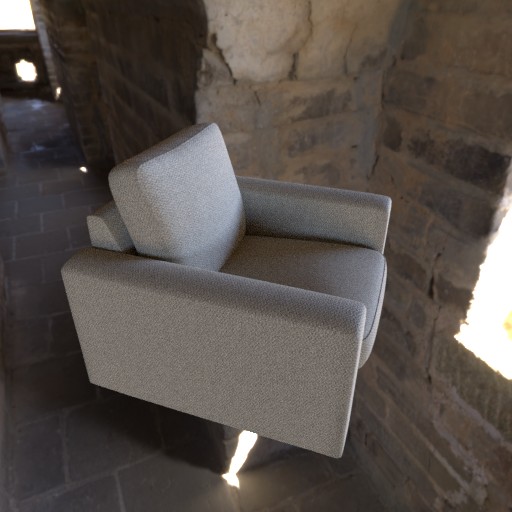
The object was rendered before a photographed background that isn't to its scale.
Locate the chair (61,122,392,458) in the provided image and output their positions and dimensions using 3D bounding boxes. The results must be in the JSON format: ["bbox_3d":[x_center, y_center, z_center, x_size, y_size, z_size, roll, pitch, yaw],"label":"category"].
[{"bbox_3d":[0.000,0.000,1.768,1.016,0.873,1.005,10,32,17],"label":"chair"}]
